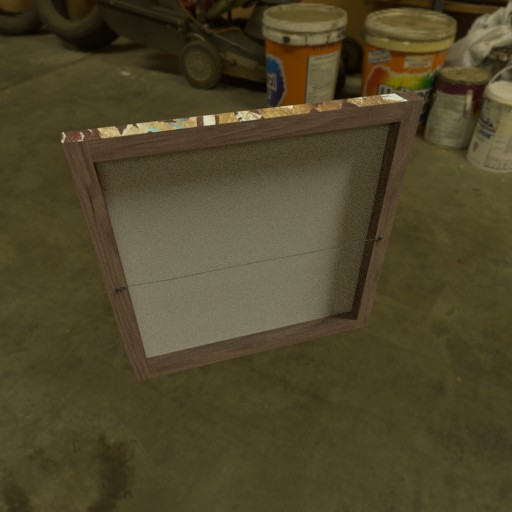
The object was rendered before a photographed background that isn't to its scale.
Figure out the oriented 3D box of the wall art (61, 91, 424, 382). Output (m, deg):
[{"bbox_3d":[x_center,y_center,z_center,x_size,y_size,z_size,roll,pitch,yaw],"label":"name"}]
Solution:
[{"bbox_3d":[0.000,0.000,0.930,0.609,0.613,0.041,-11,42,-12],"label":"wall art"}]
